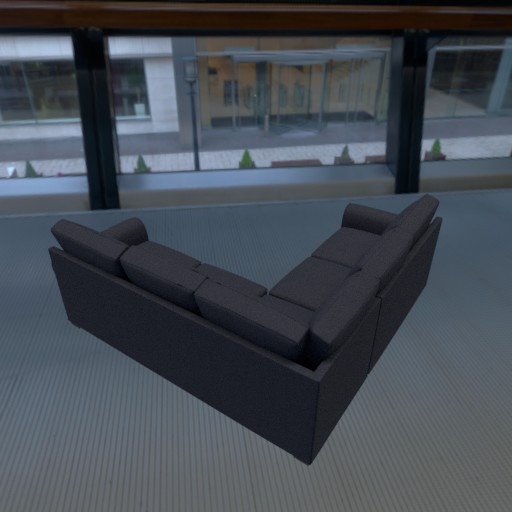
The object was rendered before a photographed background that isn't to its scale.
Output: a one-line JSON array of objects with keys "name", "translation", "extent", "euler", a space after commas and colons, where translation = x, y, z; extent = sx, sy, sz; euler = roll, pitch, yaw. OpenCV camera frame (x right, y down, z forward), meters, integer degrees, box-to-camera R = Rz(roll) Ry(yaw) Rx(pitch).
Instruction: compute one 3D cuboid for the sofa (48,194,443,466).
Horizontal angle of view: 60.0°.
[{"name": "sofa", "translation": [0.000, 0.000, 4.006], "extent": [2.562, 1.042, 2.487], "euler": [20, 37, 29]}]
